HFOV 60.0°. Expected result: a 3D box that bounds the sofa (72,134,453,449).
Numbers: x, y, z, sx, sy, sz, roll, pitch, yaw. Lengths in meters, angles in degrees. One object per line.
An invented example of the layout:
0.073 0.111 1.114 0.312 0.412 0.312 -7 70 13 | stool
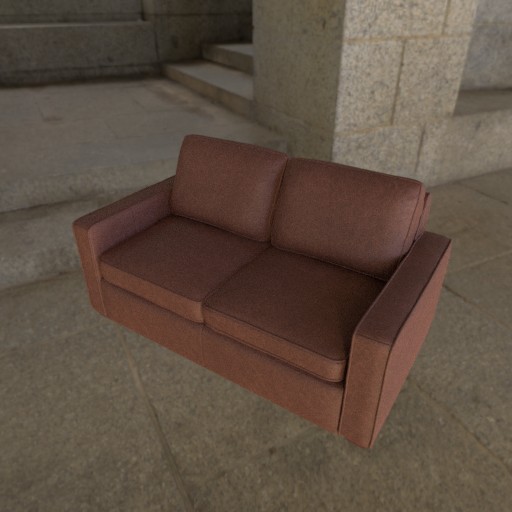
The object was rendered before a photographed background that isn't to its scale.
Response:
0.000 0.000 2.276 1.709 0.918 0.947 19 36 28 | sofa
